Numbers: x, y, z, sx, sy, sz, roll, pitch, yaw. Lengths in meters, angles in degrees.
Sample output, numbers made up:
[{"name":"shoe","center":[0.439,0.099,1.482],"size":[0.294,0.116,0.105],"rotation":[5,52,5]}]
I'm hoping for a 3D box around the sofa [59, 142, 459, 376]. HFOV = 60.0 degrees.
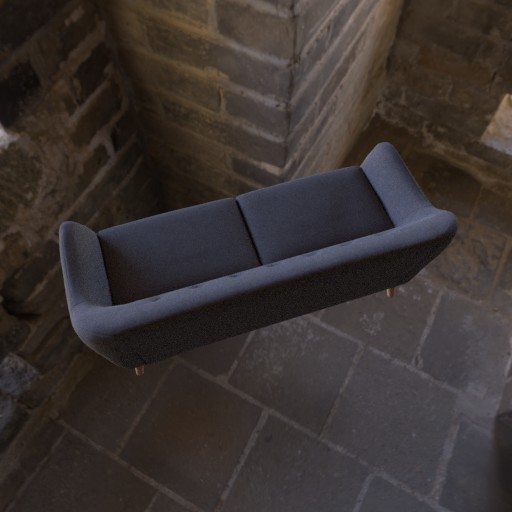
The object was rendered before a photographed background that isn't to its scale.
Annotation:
[{"name":"sofa","center":[0.000,0.000,2.293],"size":[1.840,0.820,0.820],"rotation":[-16,60,-9]}]
